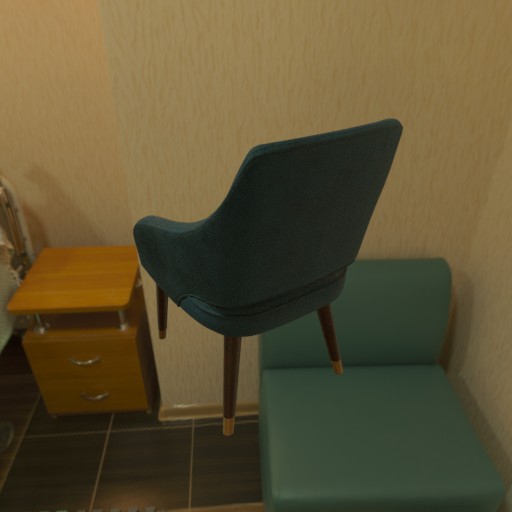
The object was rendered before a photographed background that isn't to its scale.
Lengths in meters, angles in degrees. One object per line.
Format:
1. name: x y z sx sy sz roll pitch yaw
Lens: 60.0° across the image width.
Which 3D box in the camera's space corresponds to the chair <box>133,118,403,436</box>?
1. chair: 0.000 0.000 1.602 0.683 1.081 0.794 -19 36 -28
